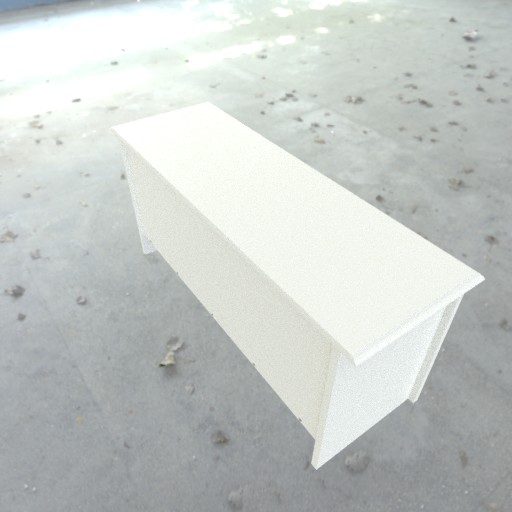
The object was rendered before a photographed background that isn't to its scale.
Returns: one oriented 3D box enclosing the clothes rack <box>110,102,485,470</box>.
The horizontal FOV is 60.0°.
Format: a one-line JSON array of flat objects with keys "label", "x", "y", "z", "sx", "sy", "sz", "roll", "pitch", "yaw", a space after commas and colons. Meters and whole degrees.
[{"label": "clothes rack", "x": 0.000, "y": 0.000, "z": 1.459, "sx": 0.405, "sy": 0.558, "sz": 1.218, "roll": -25, "pitch": 47, "yaw": -26}]
